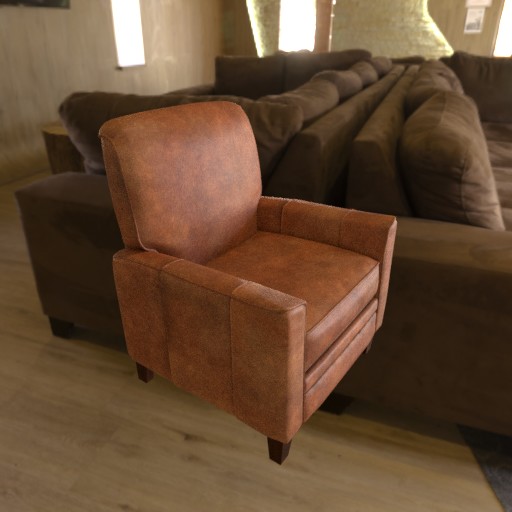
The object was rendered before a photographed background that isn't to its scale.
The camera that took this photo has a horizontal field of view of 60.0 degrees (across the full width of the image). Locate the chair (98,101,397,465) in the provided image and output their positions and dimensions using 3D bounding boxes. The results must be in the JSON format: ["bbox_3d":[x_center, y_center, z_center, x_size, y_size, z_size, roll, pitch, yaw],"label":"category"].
[{"bbox_3d":[0.000,0.000,1.700,0.836,1.043,0.843,18,31,31],"label":"chair"}]
